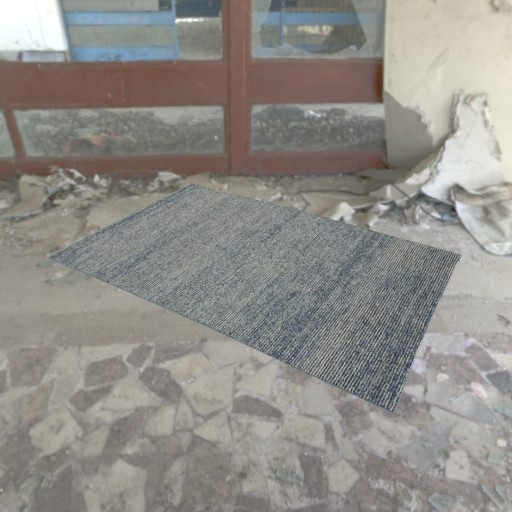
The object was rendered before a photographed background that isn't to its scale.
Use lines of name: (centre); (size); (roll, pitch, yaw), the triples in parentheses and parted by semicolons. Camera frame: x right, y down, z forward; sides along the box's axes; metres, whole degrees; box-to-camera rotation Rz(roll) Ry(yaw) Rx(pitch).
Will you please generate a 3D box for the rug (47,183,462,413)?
rug: (0.000, 0.000, 2.238); (1.777, 0.021, 1.145); (18, 36, 27)
